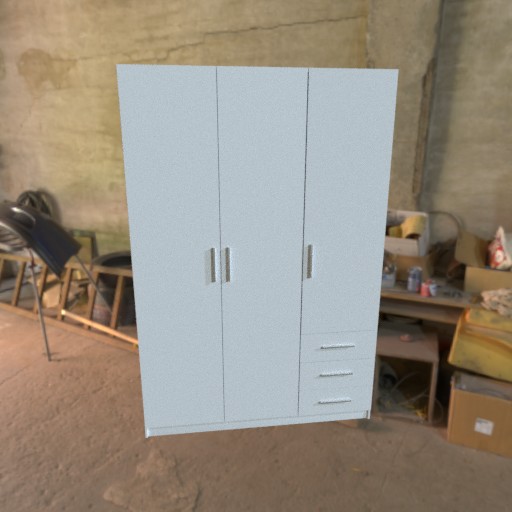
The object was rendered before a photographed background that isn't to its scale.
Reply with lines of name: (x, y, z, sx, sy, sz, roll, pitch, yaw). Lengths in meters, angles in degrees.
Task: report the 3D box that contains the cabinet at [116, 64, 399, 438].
cabinet: (0.000, 0.000, 2.489, 1.290, 1.910, 0.510, -2, 16, -7)
